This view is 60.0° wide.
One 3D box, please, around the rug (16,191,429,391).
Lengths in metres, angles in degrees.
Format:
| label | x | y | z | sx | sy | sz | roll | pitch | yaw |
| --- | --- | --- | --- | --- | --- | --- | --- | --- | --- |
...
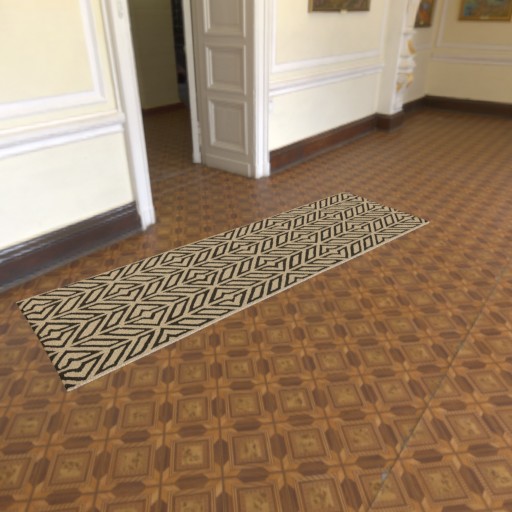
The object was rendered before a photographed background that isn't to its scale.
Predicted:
| label | x | y | z | sx | sy | sz | roll | pitch | yaw |
| --- | --- | --- | --- | --- | --- | --- | --- | --- | --- |
| rug | 0.000 | 0.000 | 2.594 | 2.435 | 0.009 | 0.750 | -21 | 35 | -33 |
